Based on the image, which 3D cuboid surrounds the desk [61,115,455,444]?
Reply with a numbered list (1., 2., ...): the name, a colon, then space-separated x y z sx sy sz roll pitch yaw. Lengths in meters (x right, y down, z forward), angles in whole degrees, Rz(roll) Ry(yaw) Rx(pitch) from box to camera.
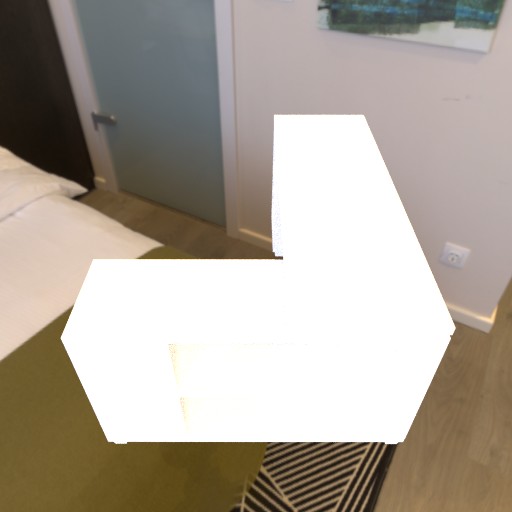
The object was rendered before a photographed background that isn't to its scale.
1. desk: 0.000 0.000 2.154 1.199 0.759 1.524 0 41 0
